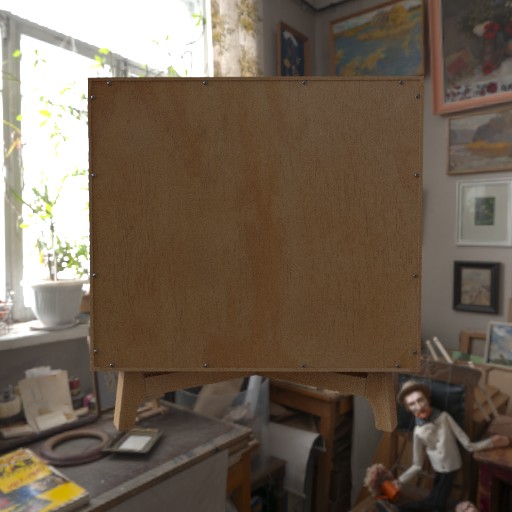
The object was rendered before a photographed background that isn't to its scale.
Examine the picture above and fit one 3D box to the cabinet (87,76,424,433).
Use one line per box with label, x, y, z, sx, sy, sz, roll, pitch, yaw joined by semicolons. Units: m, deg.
cabinet;0.000;0.000;0.930;0.551;0.599;0.394;0;2;1
